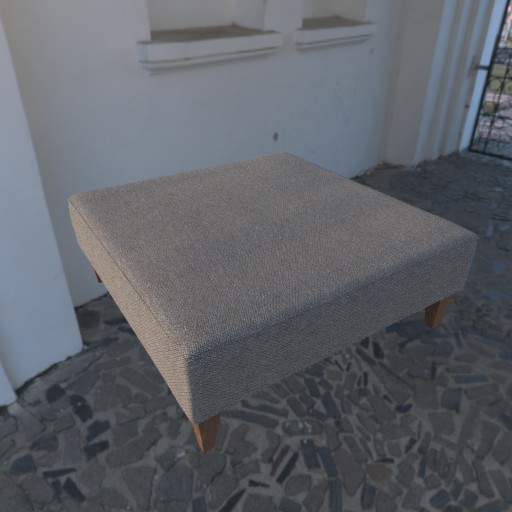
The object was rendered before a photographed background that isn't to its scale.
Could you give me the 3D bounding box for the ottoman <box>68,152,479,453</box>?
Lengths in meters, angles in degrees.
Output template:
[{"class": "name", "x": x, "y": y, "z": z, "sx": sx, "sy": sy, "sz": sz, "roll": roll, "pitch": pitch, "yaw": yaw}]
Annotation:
[{"class": "ottoman", "x": 0.000, "y": 0.000, "z": 1.511, "sx": 0.970, "sy": 0.378, "sz": 0.981, "roll": -18, "pitch": 35, "yaw": -28}]
